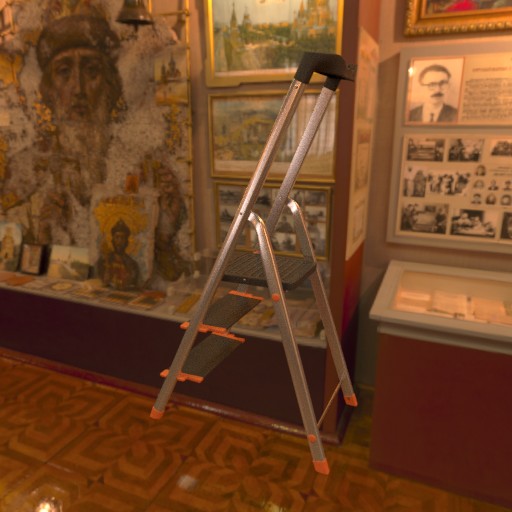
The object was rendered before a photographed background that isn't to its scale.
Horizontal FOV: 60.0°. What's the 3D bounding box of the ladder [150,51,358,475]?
[{"bbox_3d":[0.000,0.000,1.525,0.686,1.229,0.416,7,18,24],"label":"ladder"}]
